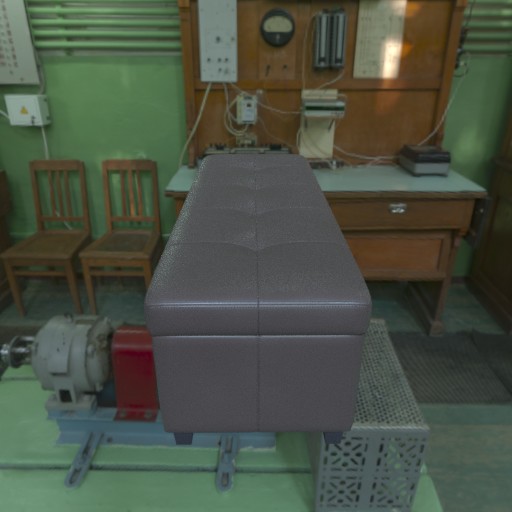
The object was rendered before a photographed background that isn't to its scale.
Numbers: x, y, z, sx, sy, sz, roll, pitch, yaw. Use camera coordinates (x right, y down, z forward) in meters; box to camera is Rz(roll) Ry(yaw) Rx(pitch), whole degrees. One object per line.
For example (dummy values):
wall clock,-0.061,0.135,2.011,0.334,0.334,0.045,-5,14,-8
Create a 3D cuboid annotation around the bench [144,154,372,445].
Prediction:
bench,0.000,0.000,1.449,0.450,0.417,1.219,0,26,0
